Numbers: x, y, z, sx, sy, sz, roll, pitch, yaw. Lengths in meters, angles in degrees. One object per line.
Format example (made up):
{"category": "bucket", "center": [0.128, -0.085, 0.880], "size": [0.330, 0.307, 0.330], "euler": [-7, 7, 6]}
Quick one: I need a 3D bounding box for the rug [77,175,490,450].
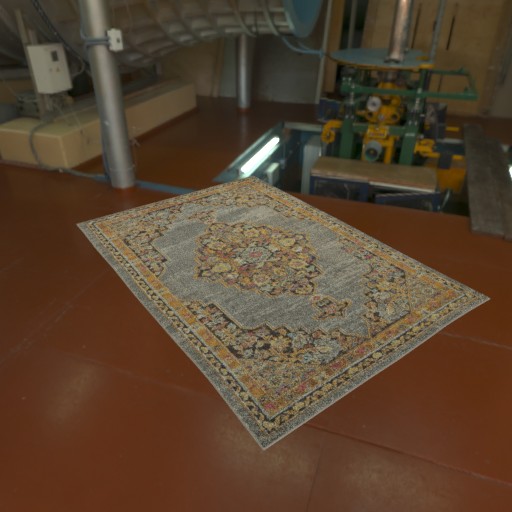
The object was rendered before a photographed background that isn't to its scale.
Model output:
{"category": "rug", "center": [0.000, 0.000, 3.857], "size": [2.158, 0.024, 3.063], "euler": [-21, 38, -30]}
